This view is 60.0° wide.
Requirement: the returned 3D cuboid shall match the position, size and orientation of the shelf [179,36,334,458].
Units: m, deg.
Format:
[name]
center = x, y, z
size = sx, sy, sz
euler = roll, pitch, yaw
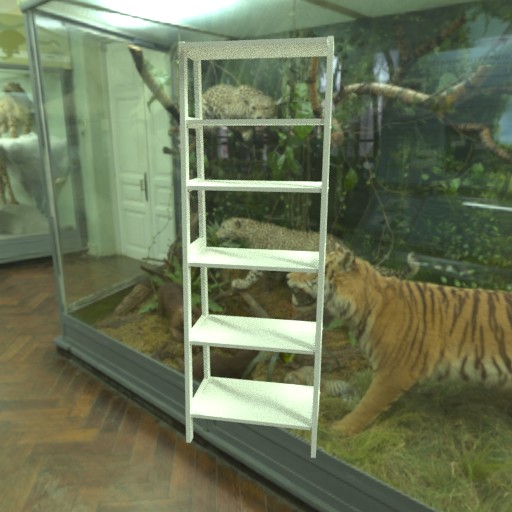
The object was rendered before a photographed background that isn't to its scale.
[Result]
[shelf]
center = 0.000, 0.000, 2.133
size = 0.660, 1.892, 0.381
euler = 3, 15, 10
